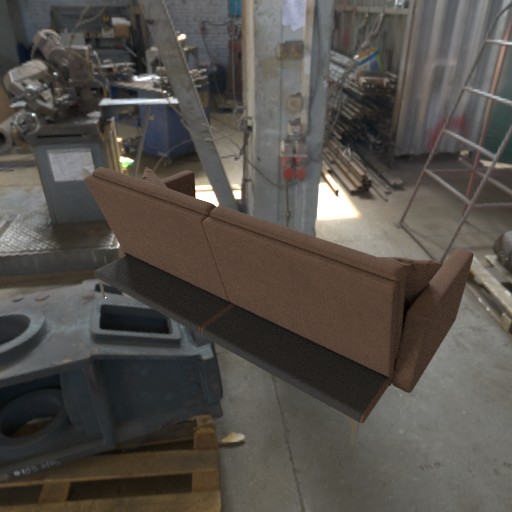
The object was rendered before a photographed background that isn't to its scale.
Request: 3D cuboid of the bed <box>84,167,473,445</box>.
[{"bbox_3d":[0.000,0.000,2.342,1.905,0.787,0.889,21,36,32],"label":"bed"}]
